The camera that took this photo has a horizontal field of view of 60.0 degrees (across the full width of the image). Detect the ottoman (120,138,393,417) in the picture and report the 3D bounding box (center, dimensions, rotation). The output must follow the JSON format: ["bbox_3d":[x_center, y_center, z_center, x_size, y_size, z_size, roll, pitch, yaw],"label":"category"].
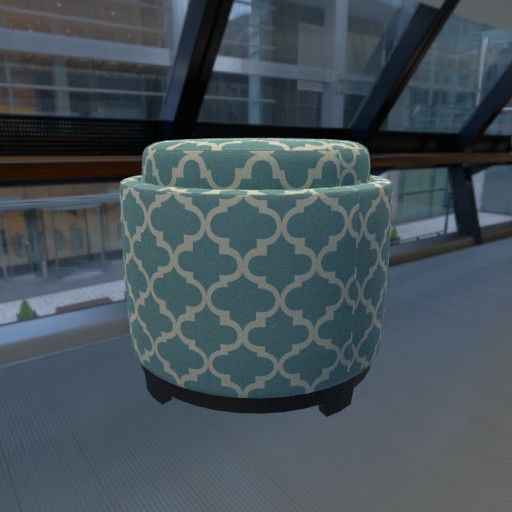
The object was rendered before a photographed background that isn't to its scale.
[{"bbox_3d":[0.000,0.000,0.836,0.480,0.429,0.480,0,15,0],"label":"ottoman"}]
